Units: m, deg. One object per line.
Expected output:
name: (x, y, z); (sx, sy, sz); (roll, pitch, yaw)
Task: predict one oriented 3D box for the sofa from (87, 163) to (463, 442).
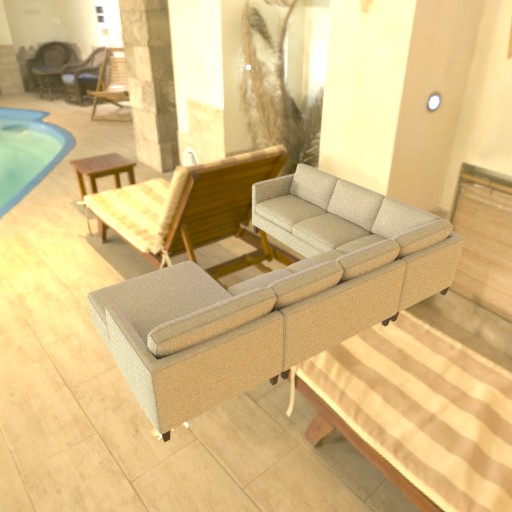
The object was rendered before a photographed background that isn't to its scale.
sofa: (0.000, 0.000, 4.640); (3.403, 0.889, 2.551); (-19, 34, -30)
